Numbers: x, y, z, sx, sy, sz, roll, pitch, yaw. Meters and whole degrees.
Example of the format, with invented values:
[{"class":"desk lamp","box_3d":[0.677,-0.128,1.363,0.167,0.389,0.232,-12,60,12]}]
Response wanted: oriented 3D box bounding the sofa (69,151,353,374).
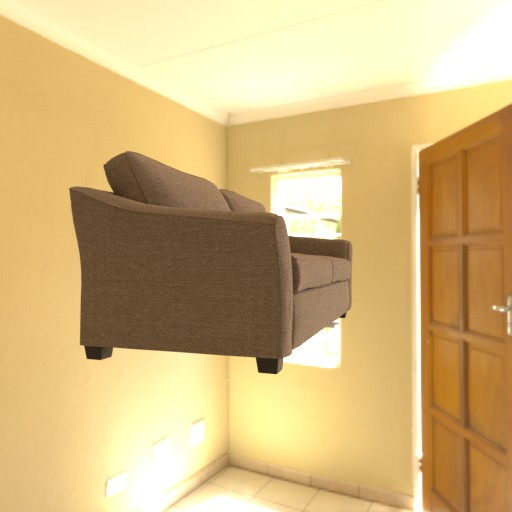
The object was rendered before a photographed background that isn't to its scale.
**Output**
[{"class":"sofa","box_3d":[0.000,0.000,2.816,0.980,0.965,2.270,0,-1,19]}]
